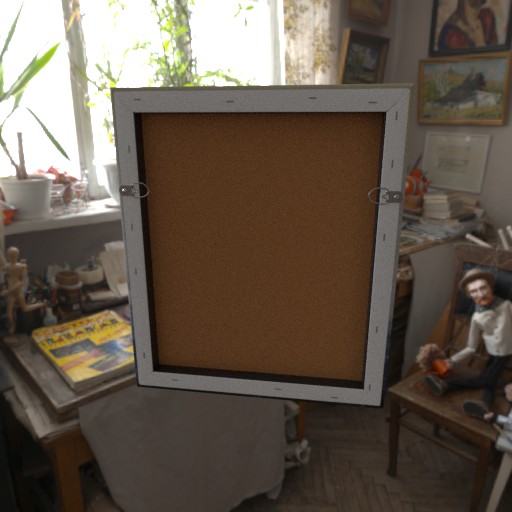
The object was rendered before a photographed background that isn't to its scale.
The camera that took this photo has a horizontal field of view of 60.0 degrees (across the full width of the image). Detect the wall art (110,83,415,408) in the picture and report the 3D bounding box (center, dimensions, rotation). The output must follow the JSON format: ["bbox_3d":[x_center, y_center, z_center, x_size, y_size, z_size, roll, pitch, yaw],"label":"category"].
[{"bbox_3d":[0.000,0.000,0.988,0.608,0.710,0.041,3,17,8],"label":"wall art"}]
